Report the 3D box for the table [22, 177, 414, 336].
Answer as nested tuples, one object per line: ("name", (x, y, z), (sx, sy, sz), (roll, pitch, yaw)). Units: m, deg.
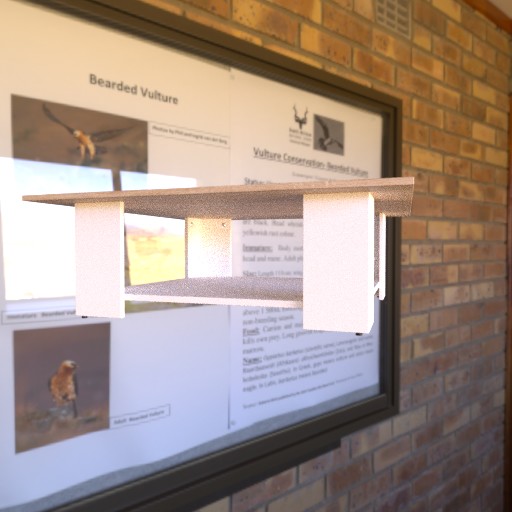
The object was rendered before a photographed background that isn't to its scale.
("table", (0.000, 0.000, 1.349), (0.890, 0.305, 0.890), (0, 1, 19))
